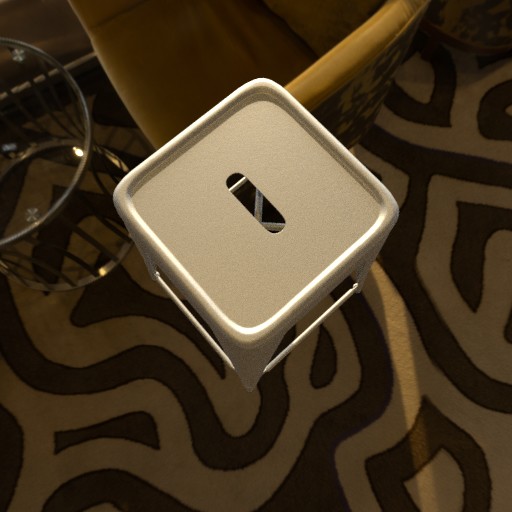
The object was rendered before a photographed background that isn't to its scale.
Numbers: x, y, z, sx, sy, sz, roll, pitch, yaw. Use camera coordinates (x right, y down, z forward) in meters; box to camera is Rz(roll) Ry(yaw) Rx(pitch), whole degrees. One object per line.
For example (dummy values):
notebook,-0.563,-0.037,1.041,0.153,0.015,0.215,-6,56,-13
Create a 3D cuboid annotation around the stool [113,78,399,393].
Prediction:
stool,0.000,0.000,0.902,0.406,0.610,0.406,-41,79,-9
